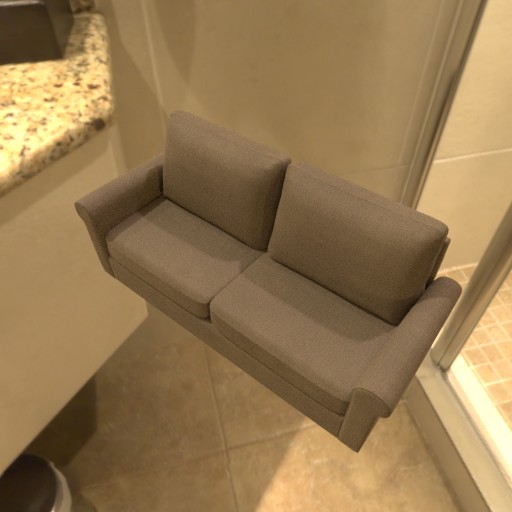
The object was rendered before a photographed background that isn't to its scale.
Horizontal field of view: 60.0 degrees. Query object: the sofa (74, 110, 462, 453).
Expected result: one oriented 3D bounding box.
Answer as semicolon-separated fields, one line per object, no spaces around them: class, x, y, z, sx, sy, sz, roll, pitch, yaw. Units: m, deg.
sofa;0.000;0.000;2.370;1.935;0.942;0.842;30;53;25
